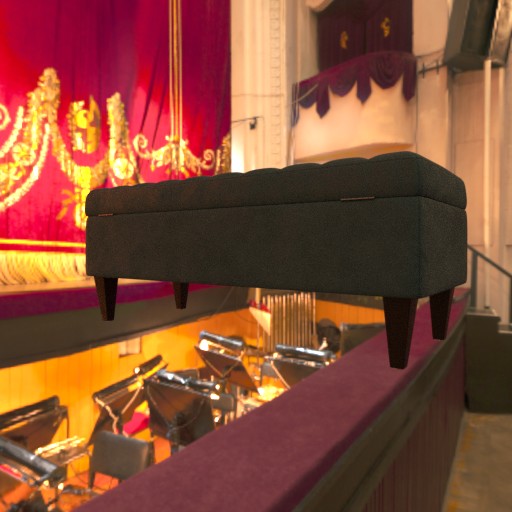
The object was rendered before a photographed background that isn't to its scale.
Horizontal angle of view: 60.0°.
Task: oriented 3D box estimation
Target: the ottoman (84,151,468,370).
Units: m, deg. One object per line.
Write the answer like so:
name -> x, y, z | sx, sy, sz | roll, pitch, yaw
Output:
ottoman -> 0.000, 0.000, 1.403 | 1.151, 0.469, 0.482 | 1, 2, 36
